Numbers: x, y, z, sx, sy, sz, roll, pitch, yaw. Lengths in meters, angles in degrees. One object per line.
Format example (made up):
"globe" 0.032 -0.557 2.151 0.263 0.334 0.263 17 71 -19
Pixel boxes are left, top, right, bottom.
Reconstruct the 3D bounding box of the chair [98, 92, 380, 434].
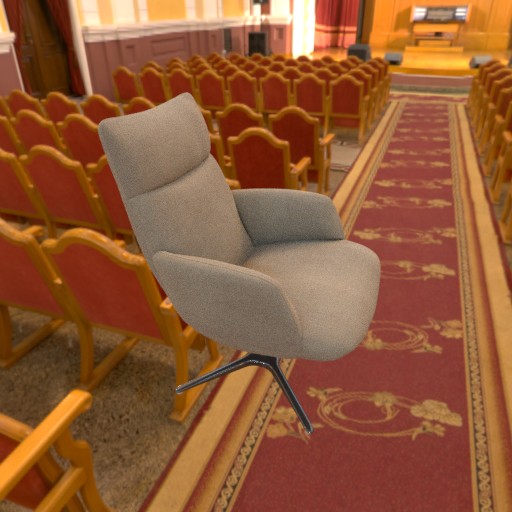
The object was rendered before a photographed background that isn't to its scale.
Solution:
"chair" 0.000 0.000 1.618 0.889 1.016 0.711 11 31 18
